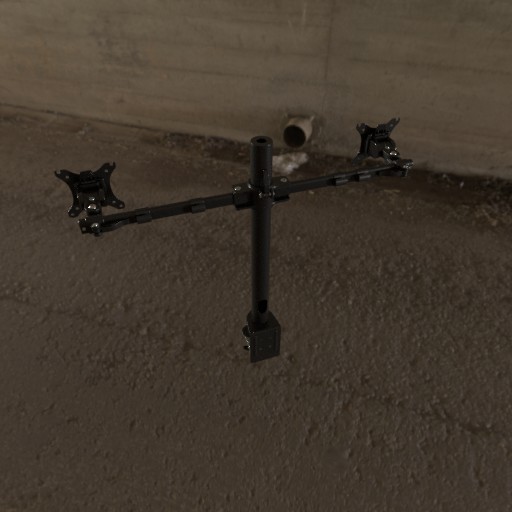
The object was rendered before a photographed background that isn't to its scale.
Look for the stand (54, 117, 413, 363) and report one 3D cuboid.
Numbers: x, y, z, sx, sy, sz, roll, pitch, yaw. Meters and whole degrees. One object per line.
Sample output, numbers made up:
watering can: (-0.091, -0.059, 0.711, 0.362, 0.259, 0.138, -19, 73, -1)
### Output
stand: (0.000, 0.000, 1.024, 0.743, 0.603, 0.150, -13, 42, -14)
